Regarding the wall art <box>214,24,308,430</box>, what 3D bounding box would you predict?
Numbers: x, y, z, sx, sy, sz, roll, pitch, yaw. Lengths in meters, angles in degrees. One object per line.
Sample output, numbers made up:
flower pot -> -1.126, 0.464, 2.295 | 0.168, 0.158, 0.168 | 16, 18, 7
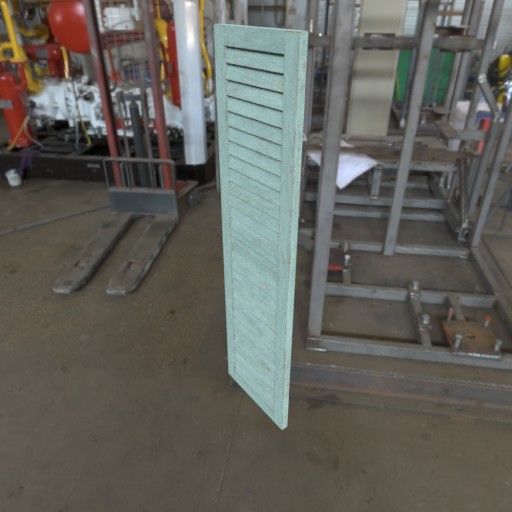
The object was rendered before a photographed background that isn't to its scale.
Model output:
wall art -> 0.000, 0.000, 1.326 | 0.025, 1.219, 0.329 | -21, 36, -31
